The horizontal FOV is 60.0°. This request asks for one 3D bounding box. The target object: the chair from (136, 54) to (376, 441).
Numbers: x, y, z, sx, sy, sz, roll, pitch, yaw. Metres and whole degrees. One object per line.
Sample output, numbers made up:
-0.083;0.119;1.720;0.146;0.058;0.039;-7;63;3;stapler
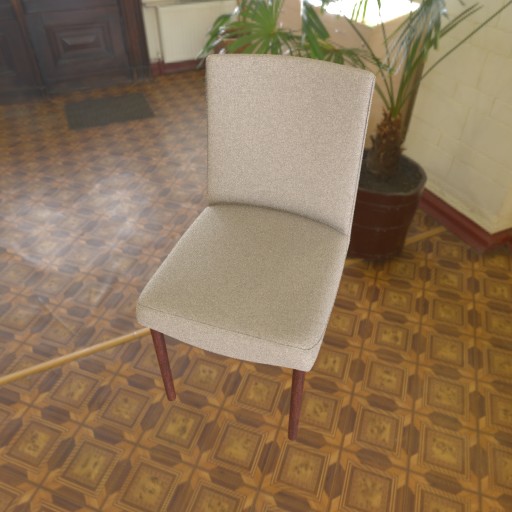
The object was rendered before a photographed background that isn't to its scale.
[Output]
0.000;0.000;1.180;0.456;0.859;0.570;13;42;14;chair
